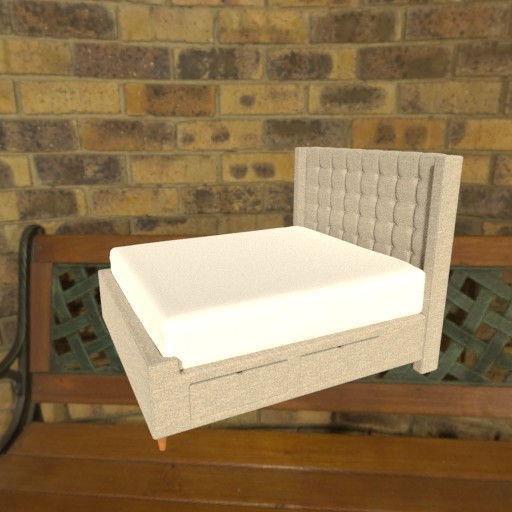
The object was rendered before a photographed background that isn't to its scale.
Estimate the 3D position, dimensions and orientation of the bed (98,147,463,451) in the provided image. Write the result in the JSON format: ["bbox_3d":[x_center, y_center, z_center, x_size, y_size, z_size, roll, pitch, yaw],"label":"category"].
[{"bbox_3d":[0.000,0.000,3.813,2.372,1.748,2.044,-8,17,-25],"label":"bed"}]
